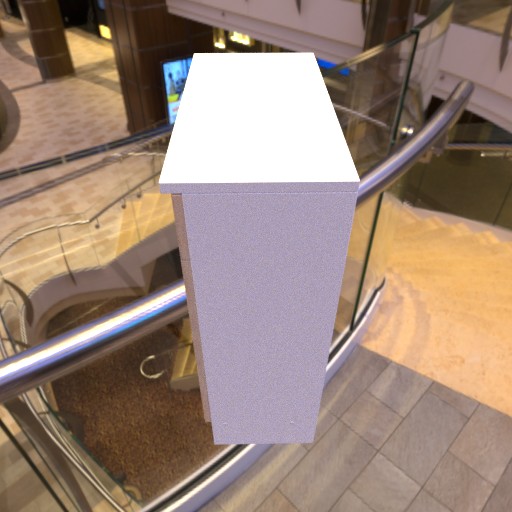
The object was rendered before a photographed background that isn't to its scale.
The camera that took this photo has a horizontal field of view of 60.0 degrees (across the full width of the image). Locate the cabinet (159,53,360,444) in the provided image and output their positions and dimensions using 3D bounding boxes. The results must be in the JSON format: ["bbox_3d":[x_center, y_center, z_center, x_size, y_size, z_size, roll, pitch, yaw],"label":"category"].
[{"bbox_3d":[0.000,0.000,1.144,0.296,0.815,0.600,-1,41,-1],"label":"cabinet"}]
